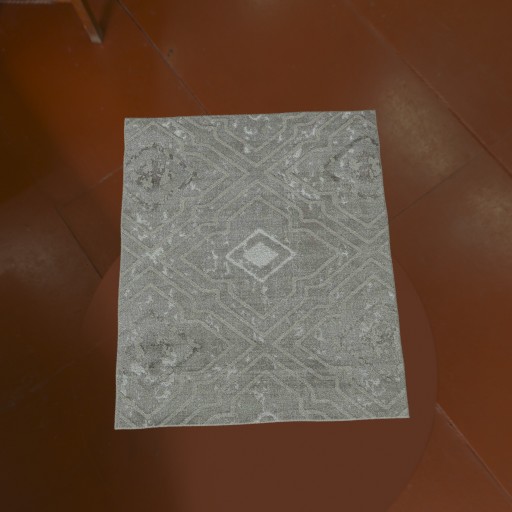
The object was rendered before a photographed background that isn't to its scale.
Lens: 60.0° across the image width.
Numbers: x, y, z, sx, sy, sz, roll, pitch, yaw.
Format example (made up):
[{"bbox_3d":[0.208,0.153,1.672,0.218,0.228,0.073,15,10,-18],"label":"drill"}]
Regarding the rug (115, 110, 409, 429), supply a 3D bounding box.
[{"bbox_3d":[0.000,0.000,0.893,0.548,0.006,0.639,-2,77,0],"label":"rug"}]
